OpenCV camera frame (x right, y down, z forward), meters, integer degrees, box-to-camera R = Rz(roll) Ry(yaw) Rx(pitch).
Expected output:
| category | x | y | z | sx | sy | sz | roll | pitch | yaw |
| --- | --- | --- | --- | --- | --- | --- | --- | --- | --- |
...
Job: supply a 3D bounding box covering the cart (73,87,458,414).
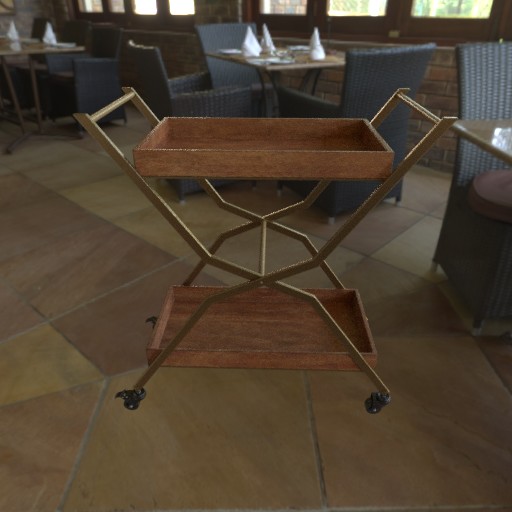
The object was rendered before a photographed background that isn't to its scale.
| category | x | y | z | sx | sy | sz | roll | pitch | yaw |
| --- | --- | --- | --- | --- | --- | --- | --- | --- | --- |
| cart | 0.000 | 0.000 | 1.289 | 0.836 | 0.869 | 0.405 | 1 | 29 | 2 |
